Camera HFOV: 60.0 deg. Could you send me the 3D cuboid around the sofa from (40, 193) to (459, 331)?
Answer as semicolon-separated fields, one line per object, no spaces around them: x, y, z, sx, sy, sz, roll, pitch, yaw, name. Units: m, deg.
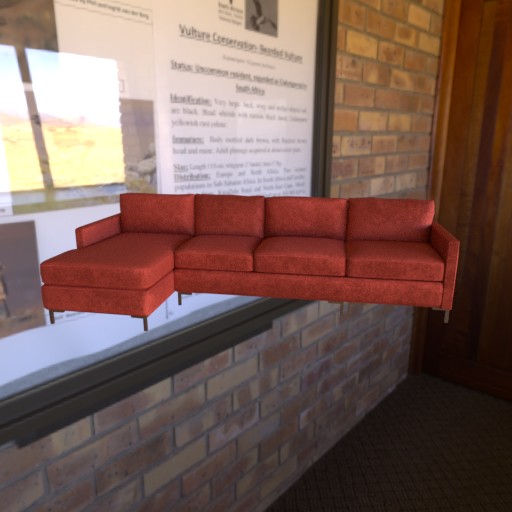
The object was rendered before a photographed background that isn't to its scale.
0.000;0.000;4.053;3.400;0.967;1.500;3;15;10;sofa
